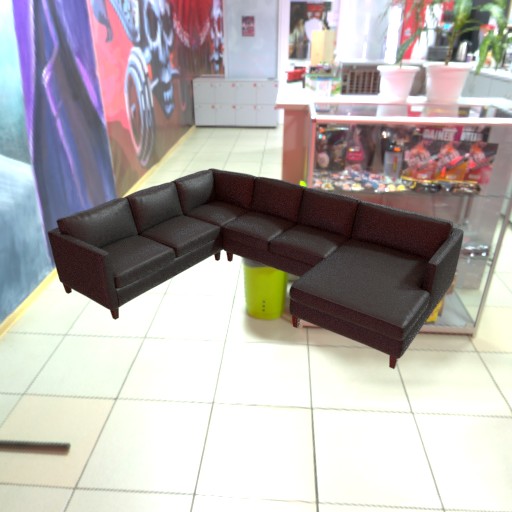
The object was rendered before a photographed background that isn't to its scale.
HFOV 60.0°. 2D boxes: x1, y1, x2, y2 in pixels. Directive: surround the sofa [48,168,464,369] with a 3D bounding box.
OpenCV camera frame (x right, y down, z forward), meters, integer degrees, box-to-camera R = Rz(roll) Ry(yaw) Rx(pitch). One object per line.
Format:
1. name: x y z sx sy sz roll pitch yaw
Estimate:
1. sofa: 0.000 0.000 4.636 3.460 0.923 2.593 19 33 32
